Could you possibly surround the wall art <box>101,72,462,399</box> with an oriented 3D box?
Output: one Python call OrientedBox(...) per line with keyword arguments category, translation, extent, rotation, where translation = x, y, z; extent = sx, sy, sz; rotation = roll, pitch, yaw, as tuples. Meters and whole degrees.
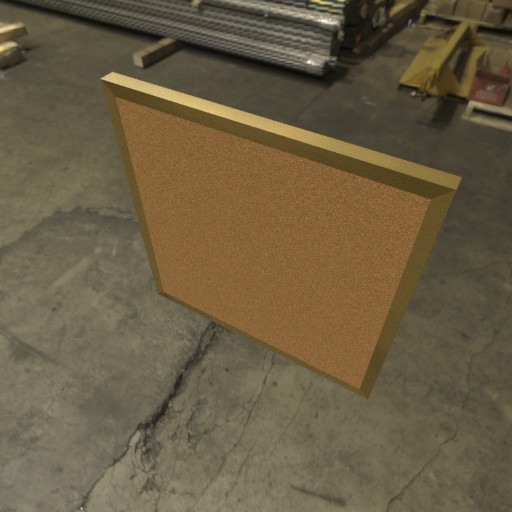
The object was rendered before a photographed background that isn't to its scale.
OrientedBox(category="wall art", translation=(0.000, 0.000, 1.129), extent=(0.762, 0.762, 0.038), rotation=(23, 51, 20))
